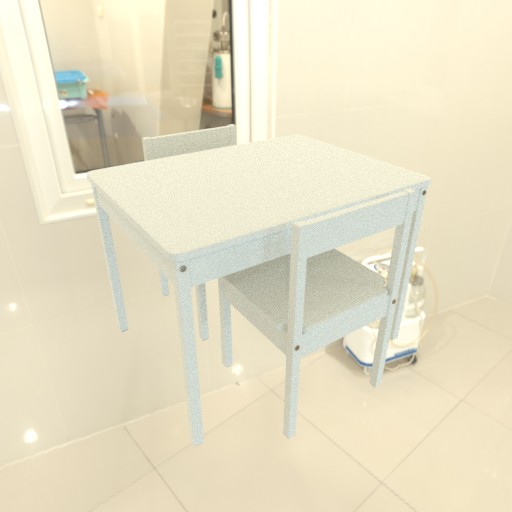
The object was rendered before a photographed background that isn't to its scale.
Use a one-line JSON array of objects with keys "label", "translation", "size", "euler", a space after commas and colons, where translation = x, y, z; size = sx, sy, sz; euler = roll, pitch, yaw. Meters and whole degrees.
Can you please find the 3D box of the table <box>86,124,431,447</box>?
[{"label": "table", "translation": [0.000, 0.000, 1.133], "size": [0.650, 0.503, 0.672], "euler": [-18, 34, -29]}]
